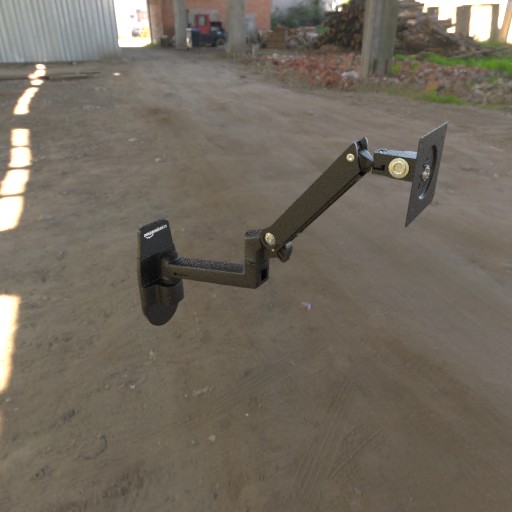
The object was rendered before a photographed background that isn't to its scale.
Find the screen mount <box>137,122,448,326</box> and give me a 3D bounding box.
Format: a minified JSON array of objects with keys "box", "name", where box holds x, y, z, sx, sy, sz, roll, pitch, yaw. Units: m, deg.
[{"box":[0.000,0.000,0.733,0.495,0.466,0.115,18,32,30],"name":"screen mount"}]
